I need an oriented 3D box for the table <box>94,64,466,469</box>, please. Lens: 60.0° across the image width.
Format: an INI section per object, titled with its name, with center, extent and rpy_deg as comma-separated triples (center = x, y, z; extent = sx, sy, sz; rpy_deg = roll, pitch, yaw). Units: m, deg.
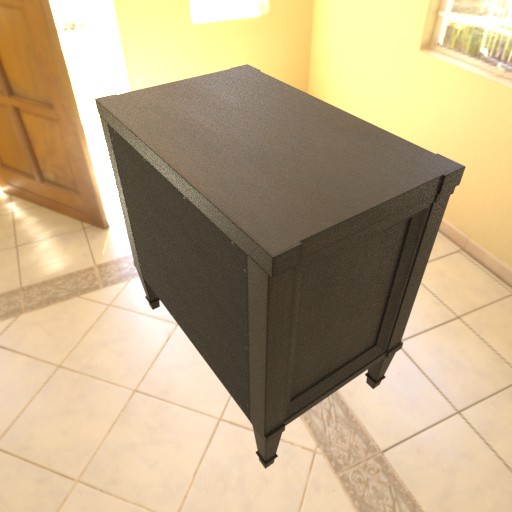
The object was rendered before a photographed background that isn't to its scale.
[table]
center = 0.000, 0.000, 1.081
extent = 0.413, 0.660, 0.660
rpy_deg = -25, 46, -26
